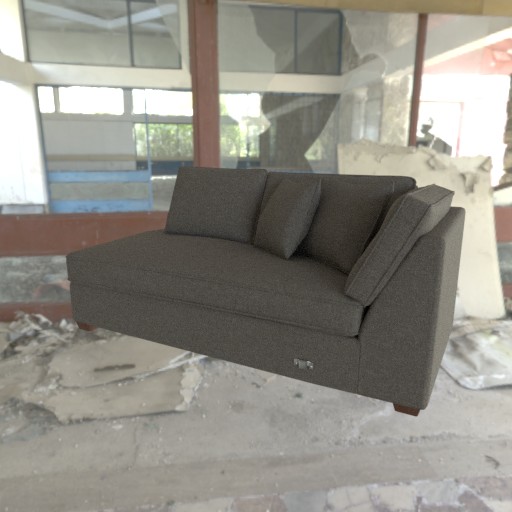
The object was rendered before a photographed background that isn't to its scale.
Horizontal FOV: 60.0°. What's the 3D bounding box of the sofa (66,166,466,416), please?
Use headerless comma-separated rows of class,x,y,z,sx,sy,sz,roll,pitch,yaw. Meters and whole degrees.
sofa,0.000,0.000,2.744,2.237,1.033,1.110,7,16,28
